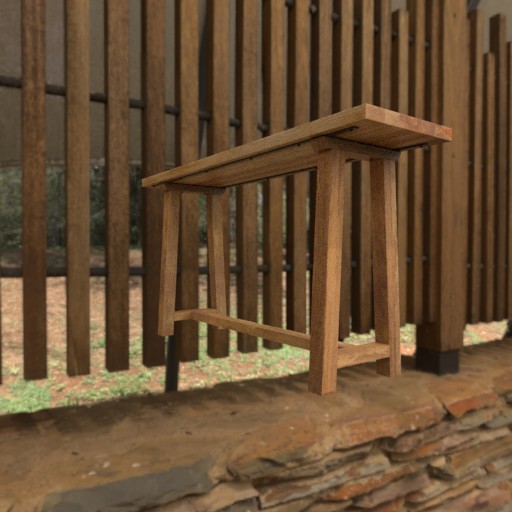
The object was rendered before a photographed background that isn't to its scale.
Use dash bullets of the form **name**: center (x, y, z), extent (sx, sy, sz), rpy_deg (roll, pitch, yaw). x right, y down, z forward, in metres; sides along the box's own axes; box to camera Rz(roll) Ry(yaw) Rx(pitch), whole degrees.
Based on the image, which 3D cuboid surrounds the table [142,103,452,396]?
- **table**: center (0.000, 0.000, 1.888), extent (0.405, 0.810, 1.524), rpy_deg (-1, 1, -36)
